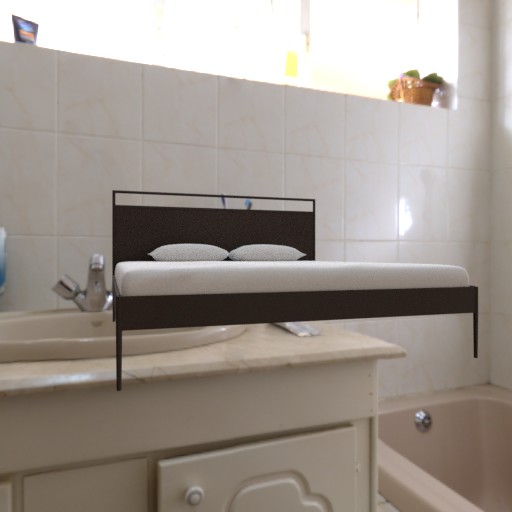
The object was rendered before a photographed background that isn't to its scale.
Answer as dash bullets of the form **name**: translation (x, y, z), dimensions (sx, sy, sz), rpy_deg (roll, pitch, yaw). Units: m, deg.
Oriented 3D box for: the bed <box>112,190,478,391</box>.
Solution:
- **bed**: translation (0.000, 0.000, 3.256), dimensions (1.993, 1.173, 2.151), rpy_deg (0, 0, -18)
